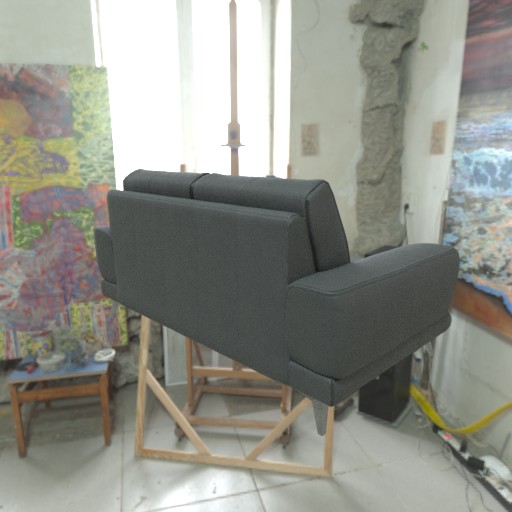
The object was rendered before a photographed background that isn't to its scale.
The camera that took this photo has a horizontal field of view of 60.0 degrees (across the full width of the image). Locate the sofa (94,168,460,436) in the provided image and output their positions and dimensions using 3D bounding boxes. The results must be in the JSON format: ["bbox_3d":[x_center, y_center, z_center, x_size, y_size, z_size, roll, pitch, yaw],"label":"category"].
[{"bbox_3d":[0.000,0.000,2.387,1.018,0.907,1.806,-13,19,-43],"label":"sofa"}]
